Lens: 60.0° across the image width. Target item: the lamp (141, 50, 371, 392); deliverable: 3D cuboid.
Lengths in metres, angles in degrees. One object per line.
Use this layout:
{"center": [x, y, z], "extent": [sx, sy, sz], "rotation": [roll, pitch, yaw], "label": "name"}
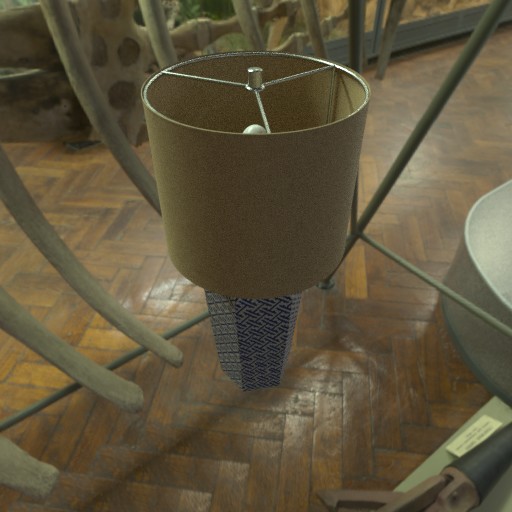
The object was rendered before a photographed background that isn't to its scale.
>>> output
{"center": [0.000, 0.000, 0.837], "extent": [0.320, 0.682, 0.320], "rotation": [-26, 47, -27], "label": "lamp"}
